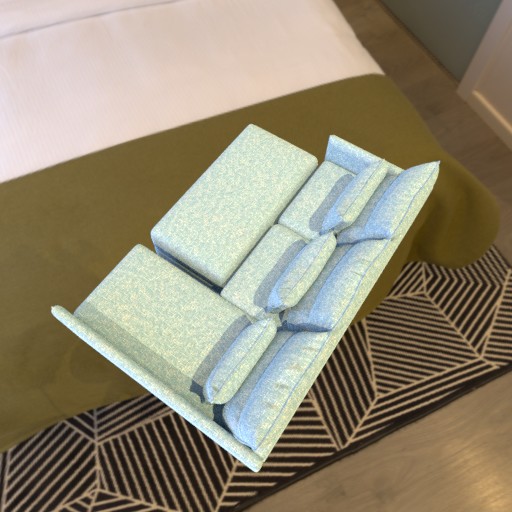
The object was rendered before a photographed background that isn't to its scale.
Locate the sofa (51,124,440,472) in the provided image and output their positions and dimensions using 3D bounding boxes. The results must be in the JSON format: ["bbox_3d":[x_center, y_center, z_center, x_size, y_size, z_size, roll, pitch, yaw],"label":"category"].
[{"bbox_3d":[0.000,0.000,2.824,1.420,0.899,2.034,32,67,15],"label":"sofa"}]
